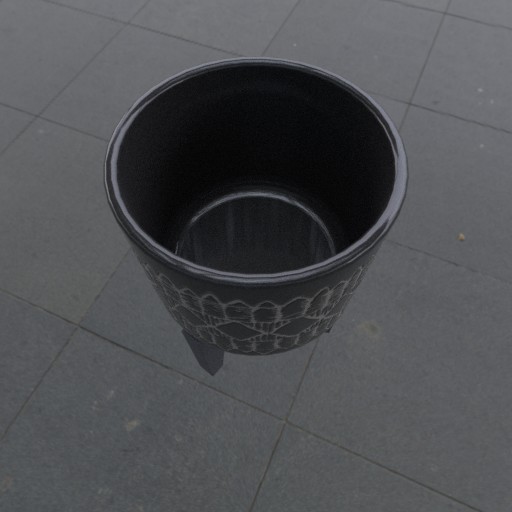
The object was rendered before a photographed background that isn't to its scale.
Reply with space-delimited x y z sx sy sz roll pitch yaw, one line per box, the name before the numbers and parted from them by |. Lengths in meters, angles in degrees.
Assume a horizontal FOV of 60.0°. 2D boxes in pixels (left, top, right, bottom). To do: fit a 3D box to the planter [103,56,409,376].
planter | 0.000 0.000 0.264 0.129 0.177 0.129 0 60 0
